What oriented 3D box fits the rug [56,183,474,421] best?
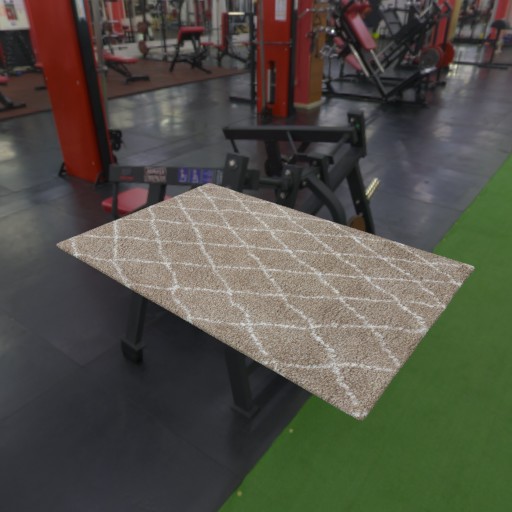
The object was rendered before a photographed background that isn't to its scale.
[{"bbox_3d":[0.000,0.000,3.438,2.743,0.030,1.778,22,37,33],"label":"rug"}]
